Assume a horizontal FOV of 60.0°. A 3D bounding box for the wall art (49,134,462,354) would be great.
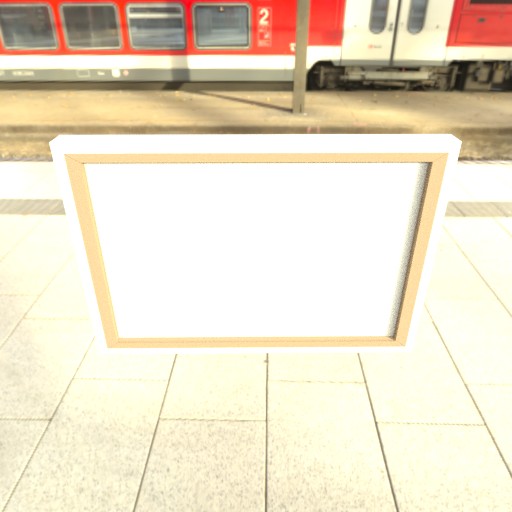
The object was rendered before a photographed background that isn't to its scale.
[{"bbox_3d":[0.000,0.000,0.776,0.608,0.414,0.042,0,30,0],"label":"wall art"}]
